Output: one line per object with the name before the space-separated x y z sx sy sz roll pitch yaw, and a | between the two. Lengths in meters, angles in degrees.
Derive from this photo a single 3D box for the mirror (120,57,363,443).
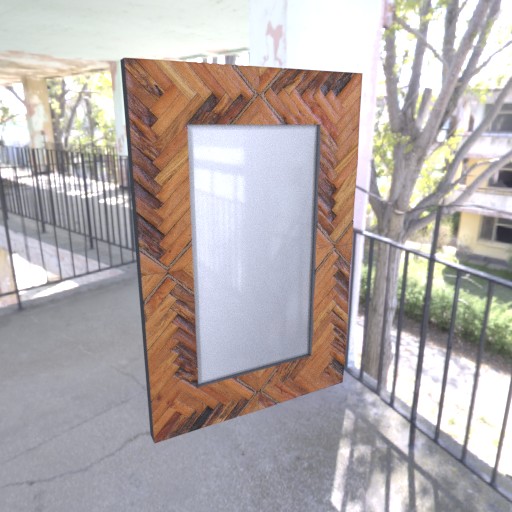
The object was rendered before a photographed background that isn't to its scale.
mirror | 0.000 0.000 1.156 0.606 0.912 0.044 -9 19 -26
